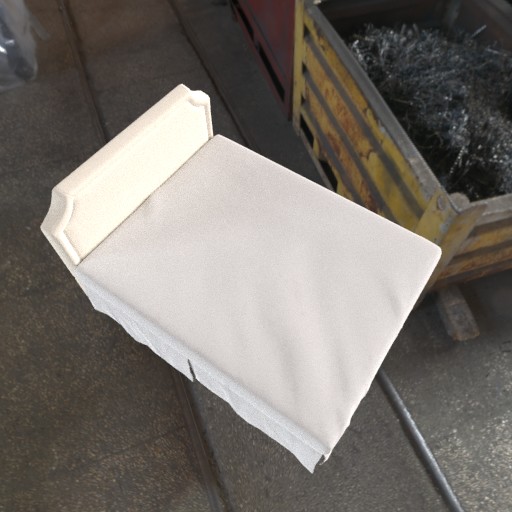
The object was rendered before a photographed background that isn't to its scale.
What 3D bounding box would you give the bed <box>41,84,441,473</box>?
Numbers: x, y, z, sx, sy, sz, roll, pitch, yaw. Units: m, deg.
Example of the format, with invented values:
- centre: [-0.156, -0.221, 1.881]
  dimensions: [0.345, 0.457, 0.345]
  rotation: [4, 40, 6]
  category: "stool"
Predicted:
- centre: [0.000, 0.000, 3.511]
  dimensions: [2.498, 1.293, 1.977]
  rotation: [31, 63, 17]
  category: "bed"
